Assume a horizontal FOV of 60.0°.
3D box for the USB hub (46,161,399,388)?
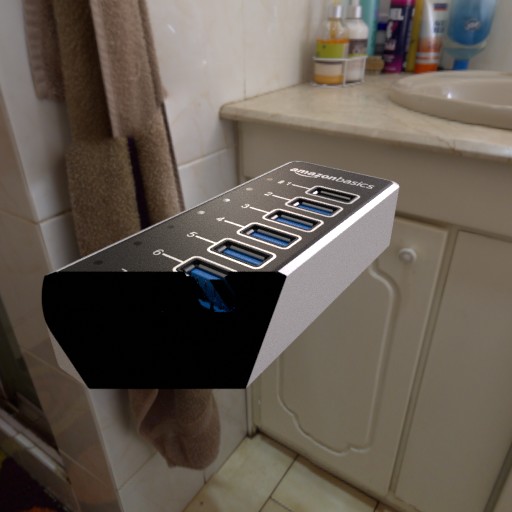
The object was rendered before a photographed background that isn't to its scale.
[{"bbox_3d":[0.000,0.000,0.129,0.044,0.023,0.110,20,35,31],"label":"USB hub"}]
